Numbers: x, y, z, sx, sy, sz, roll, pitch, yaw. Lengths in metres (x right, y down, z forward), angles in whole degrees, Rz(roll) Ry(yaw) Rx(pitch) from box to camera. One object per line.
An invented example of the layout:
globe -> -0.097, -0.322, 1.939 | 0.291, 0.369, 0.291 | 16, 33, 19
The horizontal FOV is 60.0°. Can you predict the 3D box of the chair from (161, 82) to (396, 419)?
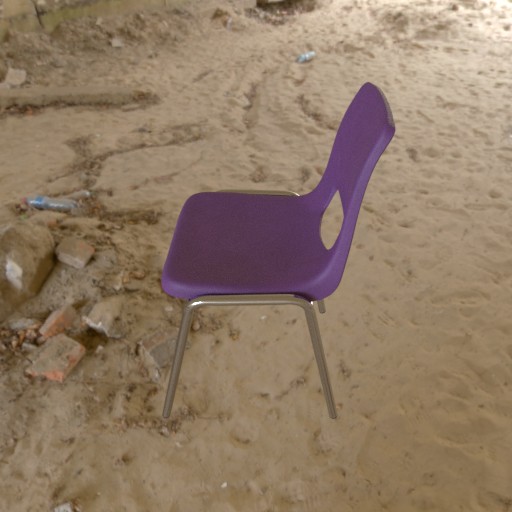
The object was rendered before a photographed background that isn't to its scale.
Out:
chair -> 0.000, 0.000, 0.963 | 0.432, 0.704, 0.381 | 1, 40, 2
